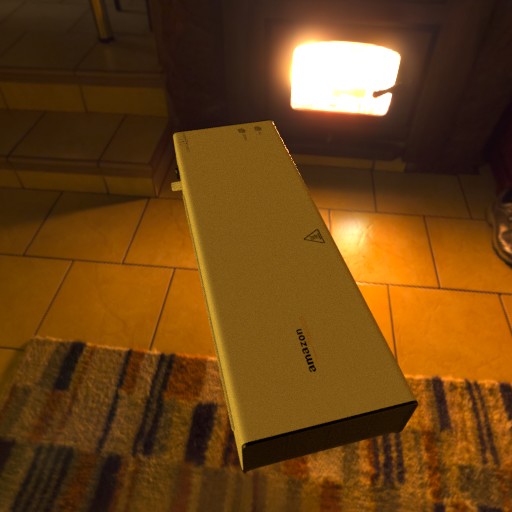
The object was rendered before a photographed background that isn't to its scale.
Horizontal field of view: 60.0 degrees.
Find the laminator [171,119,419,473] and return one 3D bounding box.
[{"bbox_3d":[0.000,0.000,0.395,0.123,0.062,0.340,-10,48,-9],"label":"laminator"}]
